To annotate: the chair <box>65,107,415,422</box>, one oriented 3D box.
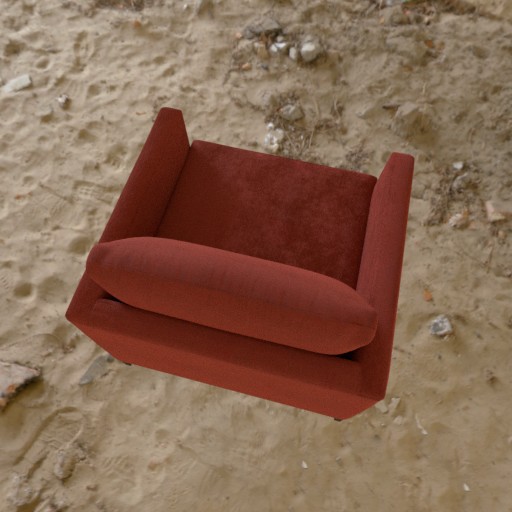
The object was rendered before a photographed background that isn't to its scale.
[{"bbox_3d":[0.000,0.000,1.604,0.964,0.812,0.875,13,64,6],"label":"chair"}]
